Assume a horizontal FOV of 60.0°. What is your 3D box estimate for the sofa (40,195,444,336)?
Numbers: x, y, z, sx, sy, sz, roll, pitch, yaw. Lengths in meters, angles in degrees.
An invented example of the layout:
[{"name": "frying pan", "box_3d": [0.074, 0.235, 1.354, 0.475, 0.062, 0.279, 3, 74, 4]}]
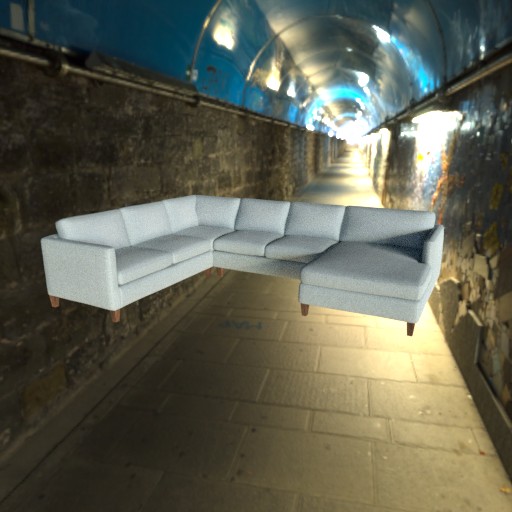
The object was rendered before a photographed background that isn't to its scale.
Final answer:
[{"name": "sofa", "box_3d": [0.000, 0.000, 4.614, 3.403, 0.889, 2.551, 8, 17, 27]}]
